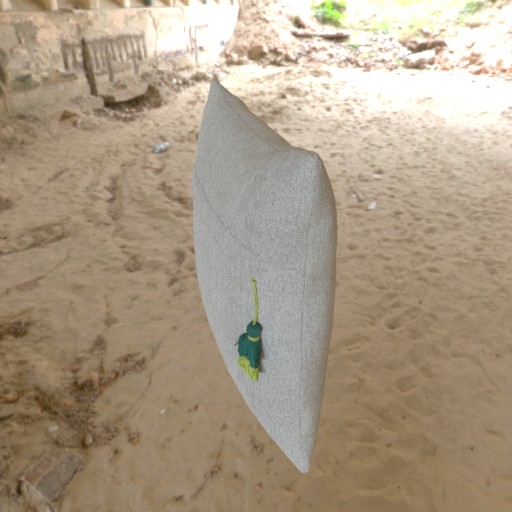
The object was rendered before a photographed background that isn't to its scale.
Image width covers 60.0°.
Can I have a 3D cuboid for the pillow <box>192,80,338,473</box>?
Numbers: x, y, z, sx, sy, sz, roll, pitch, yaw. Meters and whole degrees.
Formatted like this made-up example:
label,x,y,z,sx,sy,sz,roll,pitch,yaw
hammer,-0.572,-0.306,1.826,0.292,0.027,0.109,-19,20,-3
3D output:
label,x,y,z,sx,sy,sz,roll,pitch,yaw
pillow,0.000,0.000,0.662,0.173,0.436,0.433,-8,31,-14
